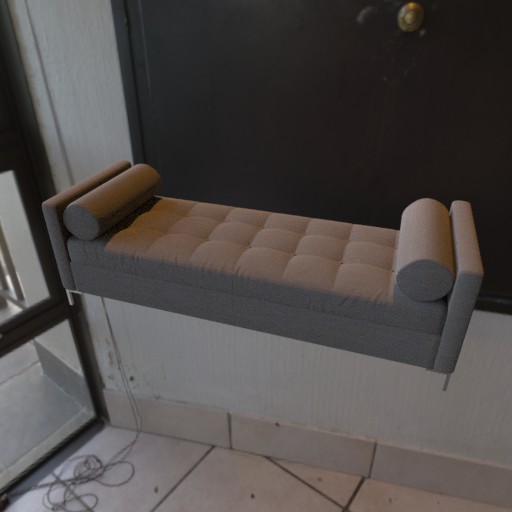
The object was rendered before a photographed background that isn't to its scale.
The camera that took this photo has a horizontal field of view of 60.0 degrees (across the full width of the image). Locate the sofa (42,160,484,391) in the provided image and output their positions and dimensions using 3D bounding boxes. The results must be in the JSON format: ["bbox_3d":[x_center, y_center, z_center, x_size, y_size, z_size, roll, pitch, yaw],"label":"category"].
[{"bbox_3d":[0.000,0.000,2.304,1.981,0.635,0.686,10,32,16],"label":"sofa"}]
